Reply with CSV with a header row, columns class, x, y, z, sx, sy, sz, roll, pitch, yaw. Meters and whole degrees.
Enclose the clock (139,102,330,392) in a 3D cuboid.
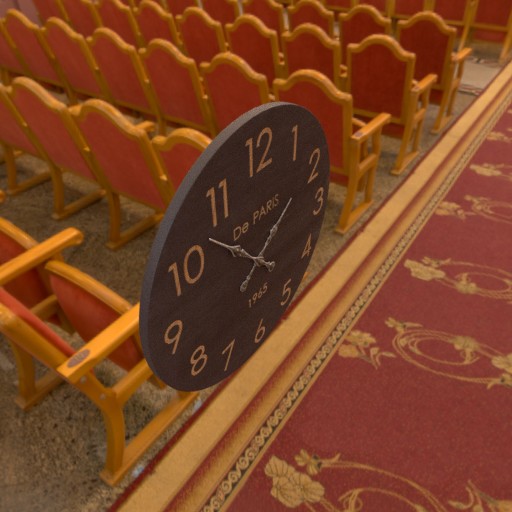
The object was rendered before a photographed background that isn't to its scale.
class,x,y,z,sx,sy,sz,roll,pitch,yaw
clock,0.000,0.000,0.894,0.029,0.595,0.595,25,46,26
